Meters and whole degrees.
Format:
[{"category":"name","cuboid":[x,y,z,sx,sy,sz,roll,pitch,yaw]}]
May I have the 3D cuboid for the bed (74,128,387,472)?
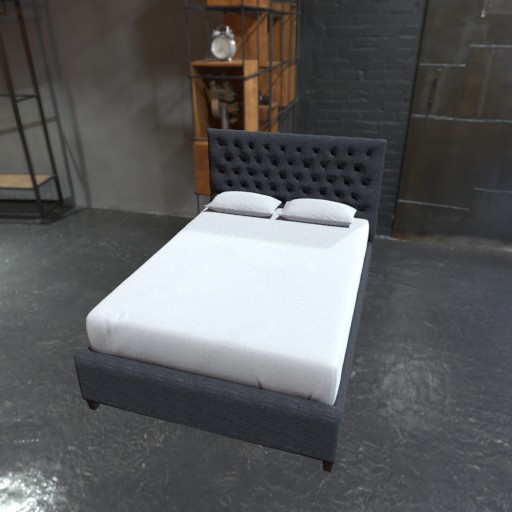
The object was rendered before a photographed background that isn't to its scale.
[{"category":"bed","cuboid":[0.000,0.000,3.434,1.698,1.427,2.387,8,28,15]}]
